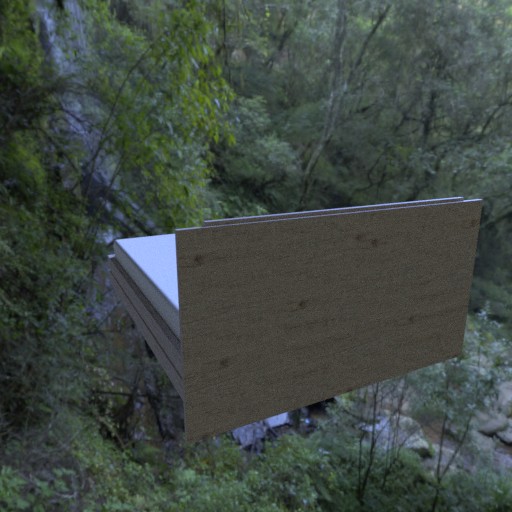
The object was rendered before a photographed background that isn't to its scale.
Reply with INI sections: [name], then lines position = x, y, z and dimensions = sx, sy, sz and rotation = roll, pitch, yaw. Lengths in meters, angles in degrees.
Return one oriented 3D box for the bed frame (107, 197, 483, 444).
[bed frame]
position = 0.000, 0.000, 3.079
dimensions = 1.750, 0.970, 2.080
rotation = -8, 17, -26
